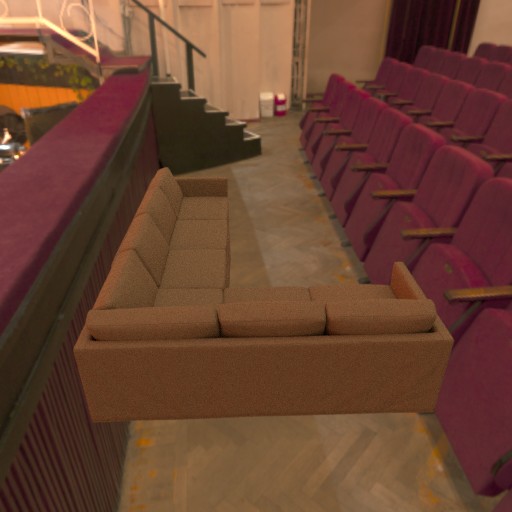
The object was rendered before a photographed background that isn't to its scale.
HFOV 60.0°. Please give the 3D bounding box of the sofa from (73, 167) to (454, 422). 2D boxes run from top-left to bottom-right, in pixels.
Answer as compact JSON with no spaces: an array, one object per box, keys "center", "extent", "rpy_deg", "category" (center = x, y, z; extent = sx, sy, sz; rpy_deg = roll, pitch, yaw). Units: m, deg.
[{"center":[0.000,0.000,4.280],"extent":[2.432,0.871,3.182],"rpy_deg":[-1,29,-2],"category":"sofa"}]
